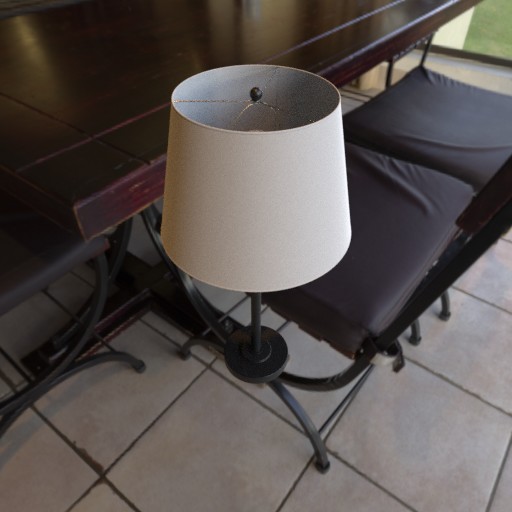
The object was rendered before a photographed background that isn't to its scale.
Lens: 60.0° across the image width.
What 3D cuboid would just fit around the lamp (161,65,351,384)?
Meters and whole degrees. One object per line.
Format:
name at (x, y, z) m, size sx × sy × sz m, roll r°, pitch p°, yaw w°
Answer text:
lamp at (0.000, 0.000, 0.913) m, size 0.363 × 0.696 × 0.363 m, roll 0°, pitch 42°, yaw 0°
